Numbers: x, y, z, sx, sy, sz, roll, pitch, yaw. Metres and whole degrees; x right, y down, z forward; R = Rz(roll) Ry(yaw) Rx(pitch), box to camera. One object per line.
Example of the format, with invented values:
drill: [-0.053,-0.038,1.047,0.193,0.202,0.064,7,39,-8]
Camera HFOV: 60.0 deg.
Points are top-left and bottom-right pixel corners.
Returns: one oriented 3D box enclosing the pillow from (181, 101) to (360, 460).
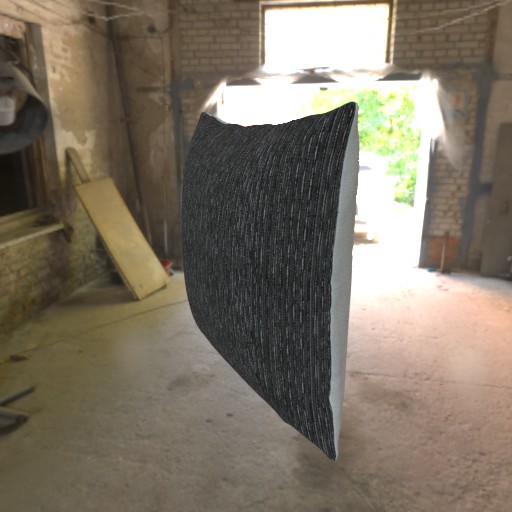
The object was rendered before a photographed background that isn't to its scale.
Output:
pillow: [0.000,0.000,0.683,0.196,0.434,0.433,-8,18,-26]
